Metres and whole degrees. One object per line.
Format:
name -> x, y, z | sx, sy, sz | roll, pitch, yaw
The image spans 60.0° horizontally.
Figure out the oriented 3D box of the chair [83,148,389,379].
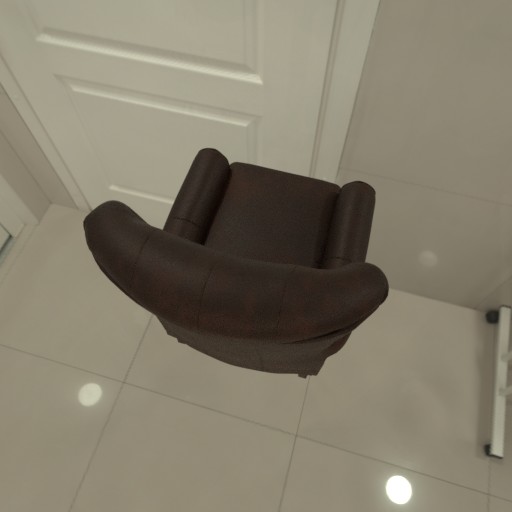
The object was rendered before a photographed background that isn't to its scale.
chair -> 0.000, 0.000, 1.891 | 0.948, 1.158, 1.058 | 14, 63, 8
